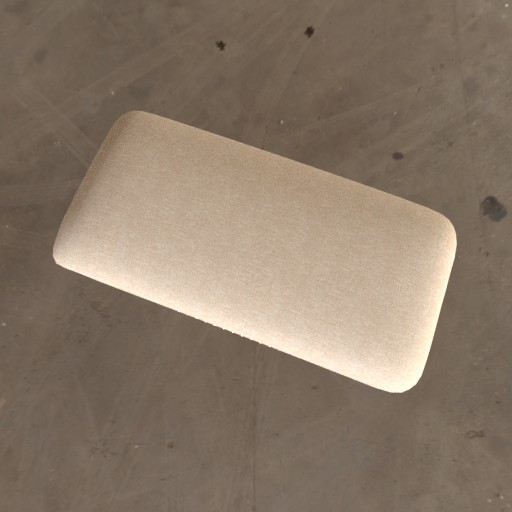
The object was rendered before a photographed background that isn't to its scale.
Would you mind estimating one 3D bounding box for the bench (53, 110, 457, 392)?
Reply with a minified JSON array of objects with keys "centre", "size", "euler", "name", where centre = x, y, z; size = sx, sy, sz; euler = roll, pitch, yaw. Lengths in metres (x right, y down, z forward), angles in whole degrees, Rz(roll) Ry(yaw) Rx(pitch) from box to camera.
[{"centre":[0.000,0.000,1.296],"size":[0.991,0.483,0.483],"euler":[20,76,5],"name":"bench"}]
